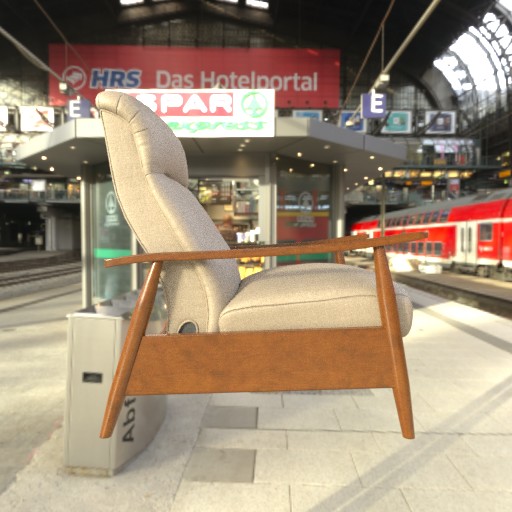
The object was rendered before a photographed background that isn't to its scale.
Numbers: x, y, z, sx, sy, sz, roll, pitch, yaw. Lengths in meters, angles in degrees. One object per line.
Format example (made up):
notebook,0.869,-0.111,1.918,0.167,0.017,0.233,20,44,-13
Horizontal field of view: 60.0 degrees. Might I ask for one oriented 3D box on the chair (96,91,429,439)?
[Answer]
chair,0.000,0.000,1.692,1.032,1.082,0.762,0,2,0
